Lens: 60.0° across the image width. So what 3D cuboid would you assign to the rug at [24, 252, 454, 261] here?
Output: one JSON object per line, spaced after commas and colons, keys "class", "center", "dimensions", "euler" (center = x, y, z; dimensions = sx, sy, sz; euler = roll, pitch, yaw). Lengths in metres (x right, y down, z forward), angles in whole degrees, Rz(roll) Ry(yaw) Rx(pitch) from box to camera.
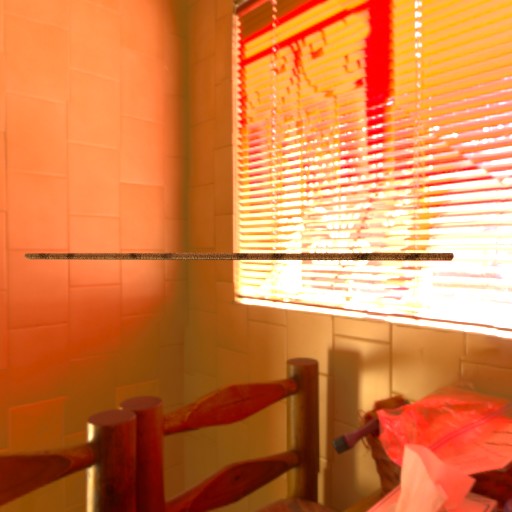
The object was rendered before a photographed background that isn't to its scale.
{"class": "rug", "center": [0.000, 0.000, 2.126], "dimensions": [1.600, 0.025, 1.200], "euler": [0, 0, 17]}
